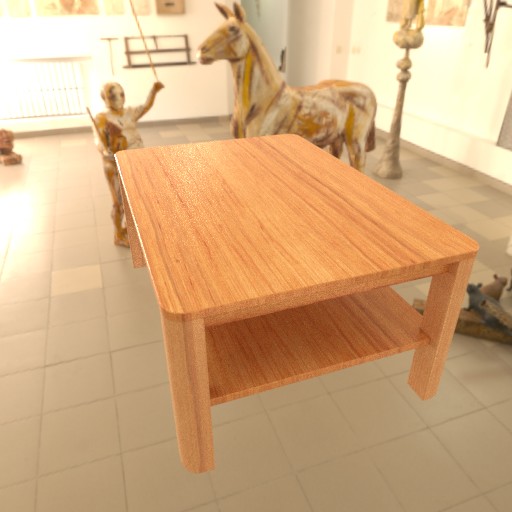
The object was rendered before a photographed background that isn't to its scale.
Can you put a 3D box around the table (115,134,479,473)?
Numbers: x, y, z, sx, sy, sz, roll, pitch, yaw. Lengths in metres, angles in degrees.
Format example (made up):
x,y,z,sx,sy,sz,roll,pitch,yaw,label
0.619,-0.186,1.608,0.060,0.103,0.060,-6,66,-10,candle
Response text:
x,y,z,sx,sy,sz,roll,pitch,yaw,label
0.000,0.000,1.363,0.696,0.445,0.997,-10,32,-17,table
